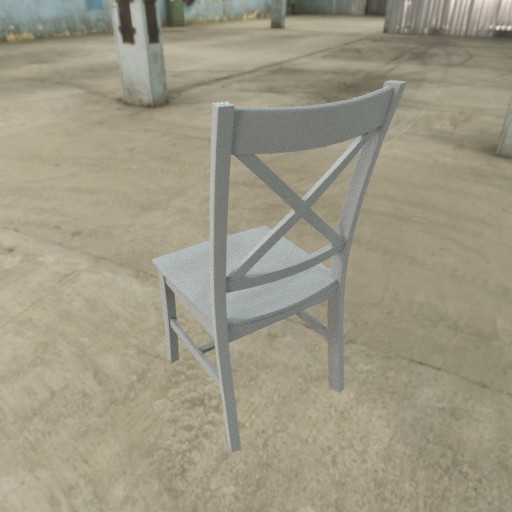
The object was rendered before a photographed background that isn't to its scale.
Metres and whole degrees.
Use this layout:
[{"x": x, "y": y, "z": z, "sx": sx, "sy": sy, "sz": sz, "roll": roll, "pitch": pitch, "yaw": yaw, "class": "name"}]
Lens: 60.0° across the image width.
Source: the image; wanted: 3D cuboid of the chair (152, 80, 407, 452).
[{"x": 0.000, "y": 0.000, "z": 1.300, "sx": 0.485, "sy": 0.983, "sz": 0.542, "roll": -18, "pitch": 35, "yaw": -29, "class": "chair"}]
